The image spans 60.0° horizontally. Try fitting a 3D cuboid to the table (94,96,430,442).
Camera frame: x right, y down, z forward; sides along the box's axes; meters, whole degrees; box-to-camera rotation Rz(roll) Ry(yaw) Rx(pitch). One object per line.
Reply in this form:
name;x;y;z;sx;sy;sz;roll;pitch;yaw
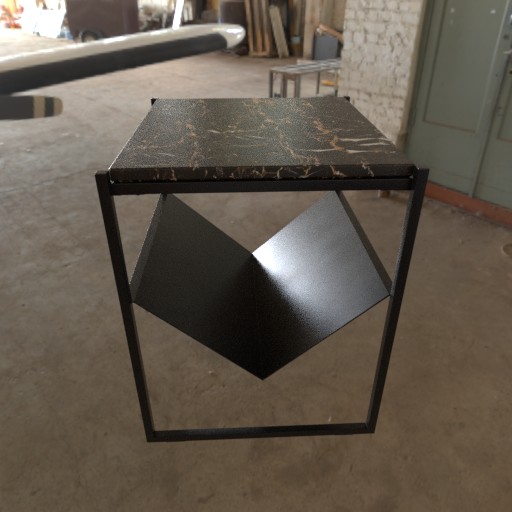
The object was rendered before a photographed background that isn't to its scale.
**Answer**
table;0.000;0.000;0.905;0.432;0.534;0.469;-1;31;-2
